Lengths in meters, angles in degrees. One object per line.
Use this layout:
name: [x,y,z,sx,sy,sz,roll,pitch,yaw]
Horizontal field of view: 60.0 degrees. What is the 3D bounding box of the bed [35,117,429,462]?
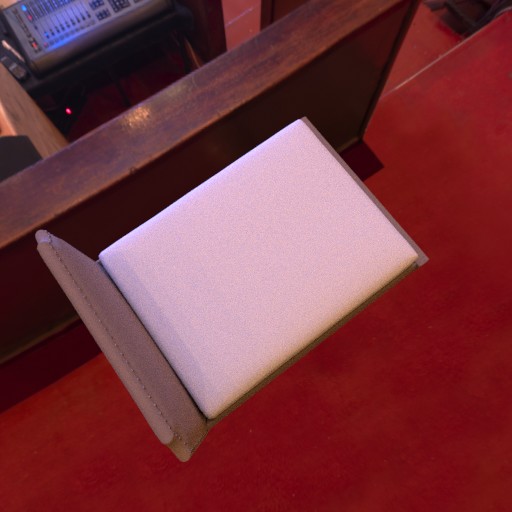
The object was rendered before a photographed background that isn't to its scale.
bed: [0.000,0.000,3.437,2.372,1.443,1.713,-36,78,-9]
